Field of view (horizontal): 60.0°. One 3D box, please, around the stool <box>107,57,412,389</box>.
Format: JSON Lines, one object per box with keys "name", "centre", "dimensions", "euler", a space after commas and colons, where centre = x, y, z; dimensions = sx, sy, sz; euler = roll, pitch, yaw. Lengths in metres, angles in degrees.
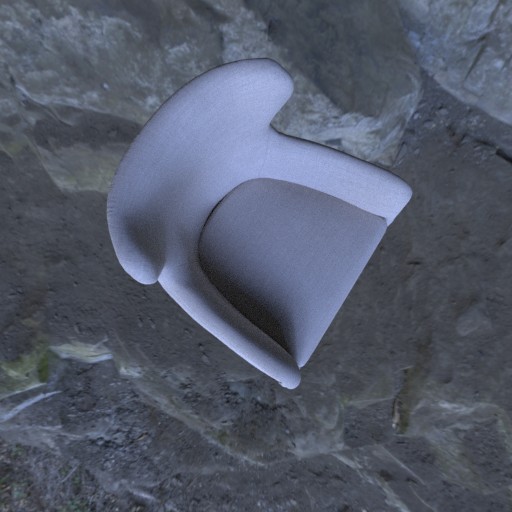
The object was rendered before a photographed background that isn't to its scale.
{"name": "stool", "centre": [0.000, 0.000, 1.341], "dimensions": [0.563, 1.034, 0.556], "euler": [32, 77, 8]}
